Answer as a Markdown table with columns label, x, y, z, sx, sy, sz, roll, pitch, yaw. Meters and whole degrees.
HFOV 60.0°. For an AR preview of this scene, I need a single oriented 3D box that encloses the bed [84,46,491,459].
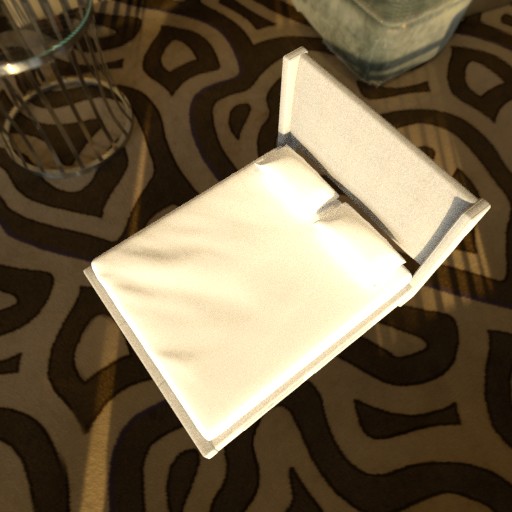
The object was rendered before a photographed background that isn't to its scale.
| label | x | y | z | sx | sy | sz | roll | pitch | yaw |
| --- | --- | --- | --- | --- | --- | --- | --- | --- | --- |
| bed | 0.000 | 0.000 | 3.331 | 2.222 | 1.491 | 1.774 | -34 | 68 | -16 |
